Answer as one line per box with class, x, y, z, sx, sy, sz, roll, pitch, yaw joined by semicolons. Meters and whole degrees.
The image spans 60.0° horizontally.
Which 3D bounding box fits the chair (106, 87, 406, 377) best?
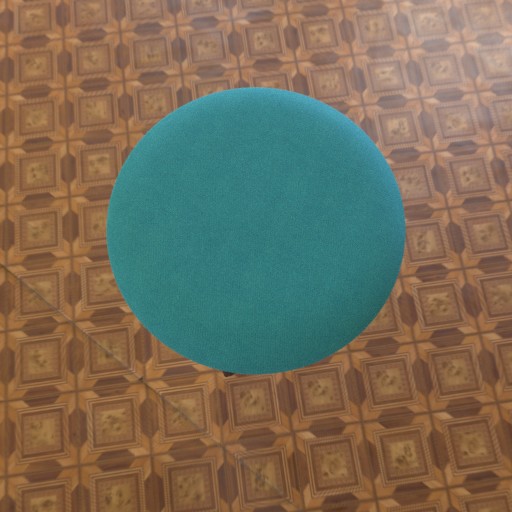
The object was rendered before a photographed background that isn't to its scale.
chair;0.000;0.000;0.688;0.350;0.430;0.350;-39;79;-9
